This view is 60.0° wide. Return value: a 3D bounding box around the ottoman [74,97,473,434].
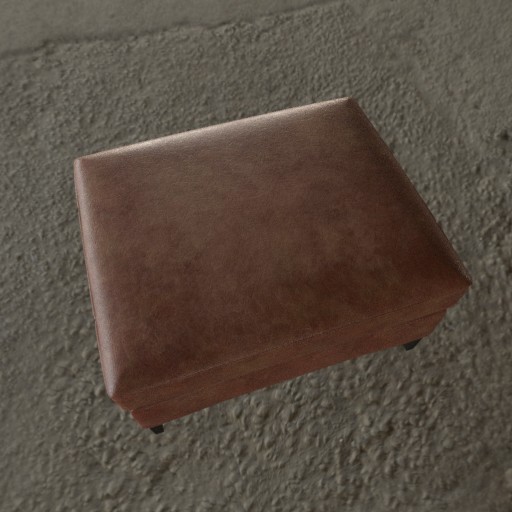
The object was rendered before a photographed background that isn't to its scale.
[{"bbox_3d":[0.000,0.000,1.779,1.186,0.667,0.965,-16,60,-9],"label":"ottoman"}]
